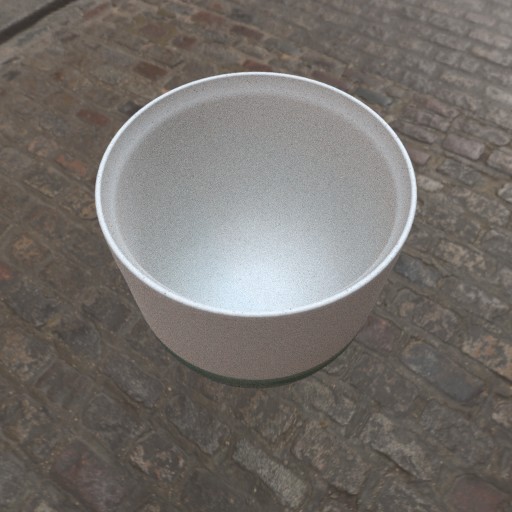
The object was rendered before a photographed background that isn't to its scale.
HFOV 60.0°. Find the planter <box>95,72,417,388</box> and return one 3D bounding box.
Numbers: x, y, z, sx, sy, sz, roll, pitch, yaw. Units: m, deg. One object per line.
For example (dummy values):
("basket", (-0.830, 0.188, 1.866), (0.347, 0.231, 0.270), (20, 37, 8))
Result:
("planter", (0.000, 0.000, 0.485), (0.268, 0.270, 0.268), (0, 58, 0))
